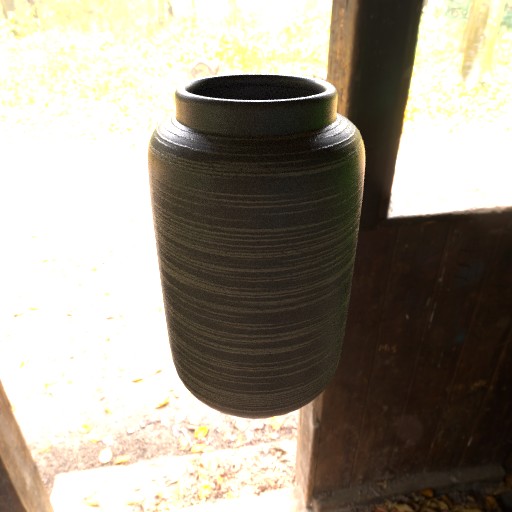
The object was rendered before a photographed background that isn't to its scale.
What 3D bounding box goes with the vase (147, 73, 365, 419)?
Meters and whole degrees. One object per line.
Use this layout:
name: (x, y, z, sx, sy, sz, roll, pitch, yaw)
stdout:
vase: (0.000, 0.000, 0.684, 0.297, 0.499, 0.297, 0, 31, 0)
